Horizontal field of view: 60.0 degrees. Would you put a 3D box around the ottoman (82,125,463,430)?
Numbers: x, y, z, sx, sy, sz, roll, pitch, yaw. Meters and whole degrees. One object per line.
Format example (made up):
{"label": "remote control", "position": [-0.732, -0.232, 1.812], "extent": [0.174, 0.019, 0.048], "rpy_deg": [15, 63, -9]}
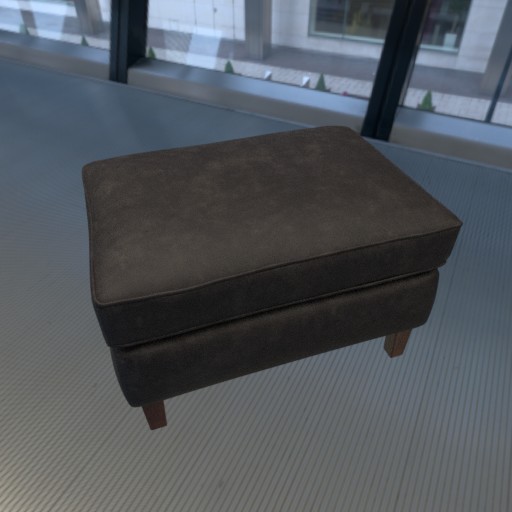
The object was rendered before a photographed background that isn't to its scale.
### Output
{"label": "ottoman", "position": [0.000, 0.000, 0.992], "extent": [0.665, 0.413, 0.501], "rpy_deg": [-12, 41, -14]}
